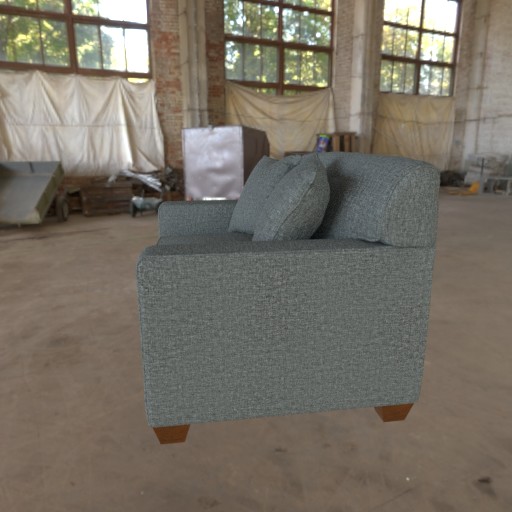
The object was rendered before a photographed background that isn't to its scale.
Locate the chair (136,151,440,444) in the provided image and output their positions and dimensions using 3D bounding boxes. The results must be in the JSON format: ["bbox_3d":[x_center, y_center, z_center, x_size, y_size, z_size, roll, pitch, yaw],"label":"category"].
[{"bbox_3d":[0.000,0.000,2.051,1.000,0.948,1.383,-2,14,-9],"label":"chair"}]
